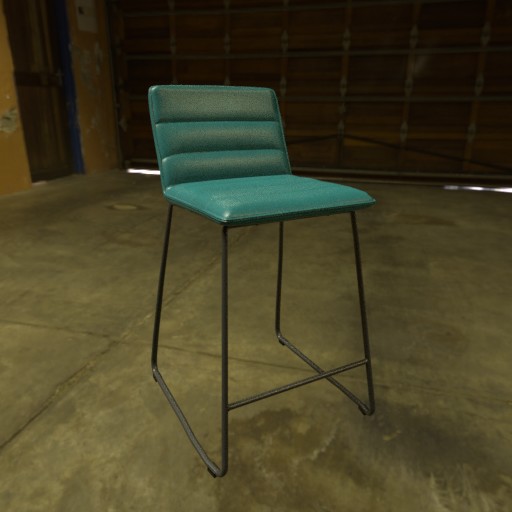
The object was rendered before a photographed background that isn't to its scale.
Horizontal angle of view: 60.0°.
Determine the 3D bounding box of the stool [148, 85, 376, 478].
[{"bbox_3d":[0.000,0.000,1.180,0.489,0.866,0.524,-10,21,-27],"label":"stool"}]
